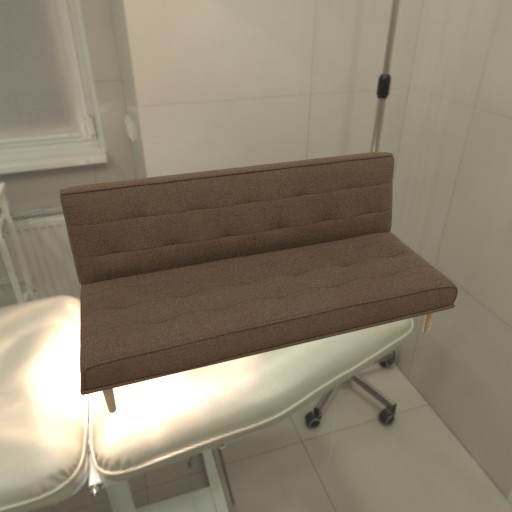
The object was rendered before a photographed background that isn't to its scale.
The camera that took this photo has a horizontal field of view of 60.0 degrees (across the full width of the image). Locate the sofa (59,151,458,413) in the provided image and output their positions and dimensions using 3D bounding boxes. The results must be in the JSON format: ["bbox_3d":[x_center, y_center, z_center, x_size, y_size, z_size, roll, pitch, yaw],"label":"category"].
[{"bbox_3d":[0.000,0.000,2.332,1.820,0.810,1.038,-10,32,-16],"label":"sofa"}]
